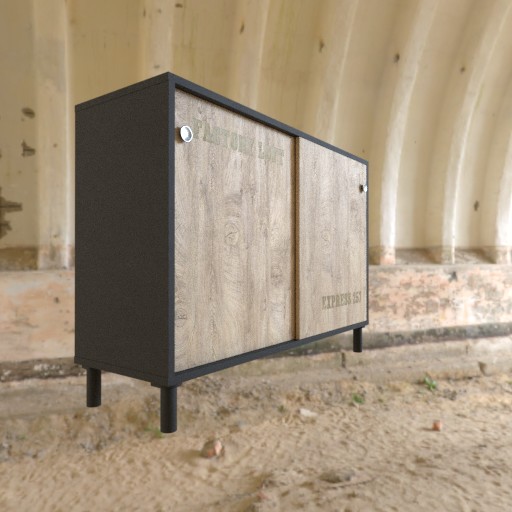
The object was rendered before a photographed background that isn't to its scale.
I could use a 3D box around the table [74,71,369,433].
[{"bbox_3d":[0.000,0.000,1.625,0.400,0.855,1.200,0,0,36],"label":"table"}]
